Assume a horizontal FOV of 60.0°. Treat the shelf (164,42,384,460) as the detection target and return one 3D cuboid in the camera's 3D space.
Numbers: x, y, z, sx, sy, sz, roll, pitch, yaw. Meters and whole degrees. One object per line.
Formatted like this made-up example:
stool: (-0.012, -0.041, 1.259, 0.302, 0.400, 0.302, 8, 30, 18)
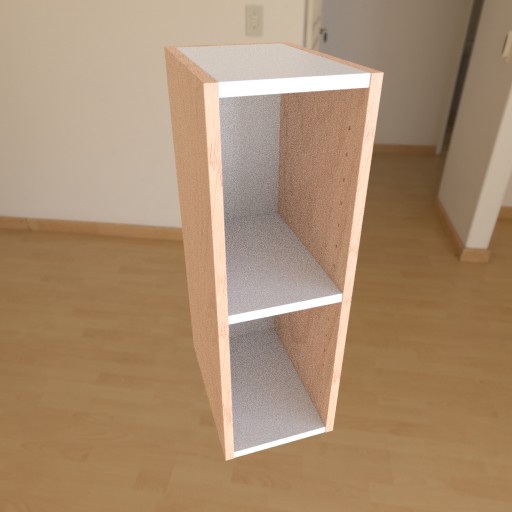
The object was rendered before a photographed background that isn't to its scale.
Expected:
shelf: (0.000, 0.000, 0.727, 0.200, 0.600, 0.290, -9, 33, -15)
